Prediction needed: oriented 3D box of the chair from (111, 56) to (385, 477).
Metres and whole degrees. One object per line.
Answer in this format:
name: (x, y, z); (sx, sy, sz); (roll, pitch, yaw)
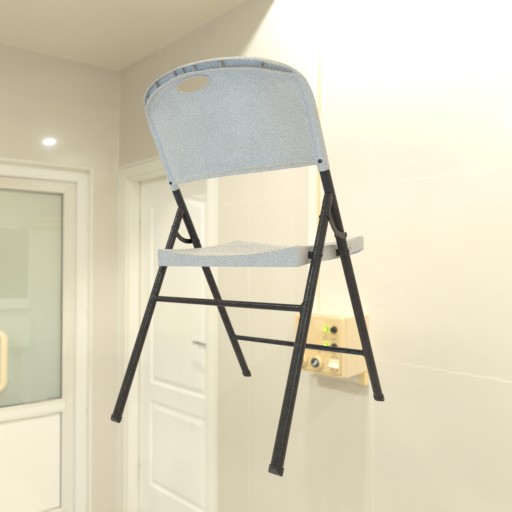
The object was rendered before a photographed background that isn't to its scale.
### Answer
chair: (0.000, 0.000, 1.163); (0.494, 0.810, 0.566); (-1, -1, 35)
